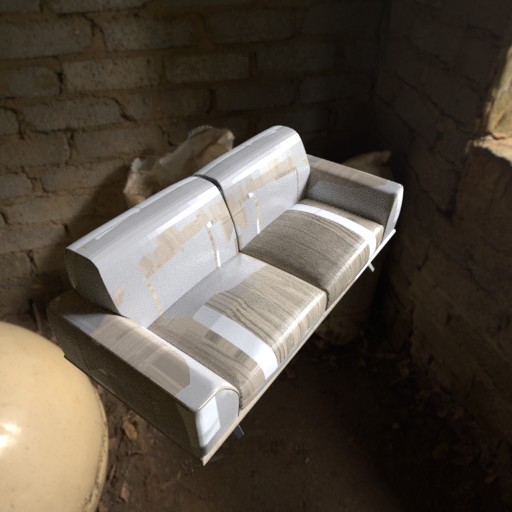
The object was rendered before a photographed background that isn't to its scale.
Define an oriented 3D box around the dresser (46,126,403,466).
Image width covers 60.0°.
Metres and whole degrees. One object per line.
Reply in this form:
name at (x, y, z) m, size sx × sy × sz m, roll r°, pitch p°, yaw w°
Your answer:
dresser at (0.000, 0.000, 5.803) m, size 2.251 × 1.863 × 4.679 m, roll 25°, pitch 45°, yaw 27°
